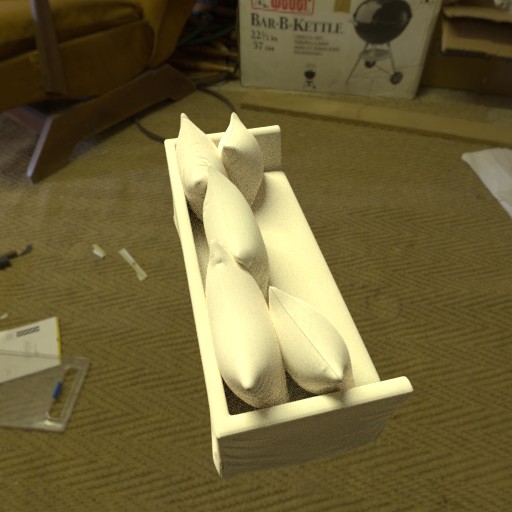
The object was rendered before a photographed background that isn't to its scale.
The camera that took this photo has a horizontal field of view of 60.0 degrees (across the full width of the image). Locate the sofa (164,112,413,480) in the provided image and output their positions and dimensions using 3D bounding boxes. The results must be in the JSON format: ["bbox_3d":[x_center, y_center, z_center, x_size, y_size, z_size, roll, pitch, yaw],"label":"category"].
[{"bbox_3d":[0.000,0.000,3.042,1.030,1.042,2.484,-10,48,-9],"label":"sofa"}]
